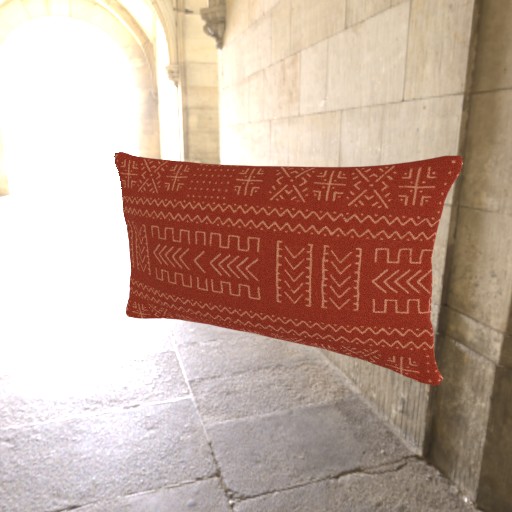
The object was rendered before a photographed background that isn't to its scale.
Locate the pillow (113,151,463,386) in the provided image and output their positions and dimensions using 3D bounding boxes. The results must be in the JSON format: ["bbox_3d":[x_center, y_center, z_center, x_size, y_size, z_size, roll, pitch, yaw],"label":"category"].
[{"bbox_3d":[0.000,0.000,0.779,0.640,0.352,0.130,7,16,26],"label":"pillow"}]
